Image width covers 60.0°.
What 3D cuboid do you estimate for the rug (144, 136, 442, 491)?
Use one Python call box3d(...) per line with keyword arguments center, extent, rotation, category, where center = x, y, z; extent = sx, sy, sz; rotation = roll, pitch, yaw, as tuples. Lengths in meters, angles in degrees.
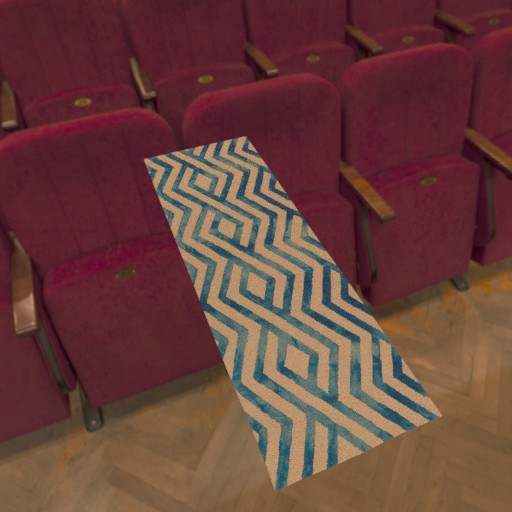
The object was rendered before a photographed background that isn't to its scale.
box3d(center=(0.000, 0.000, 1.619), extent=(0.503, 0.007, 1.492), rotation=(-17, 50, -15), category="rug")
